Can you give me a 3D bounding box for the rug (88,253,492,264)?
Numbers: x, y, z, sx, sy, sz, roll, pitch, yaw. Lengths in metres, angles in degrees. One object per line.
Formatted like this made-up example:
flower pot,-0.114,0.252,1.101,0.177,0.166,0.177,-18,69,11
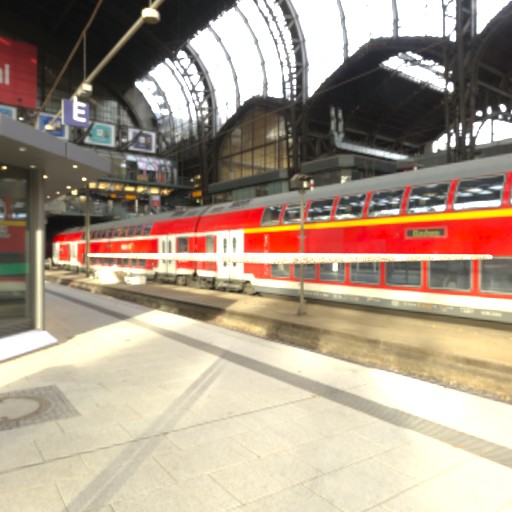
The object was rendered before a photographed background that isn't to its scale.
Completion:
rug,0.000,0.000,3.428,1.778,0.030,2.743,-1,1,-36
